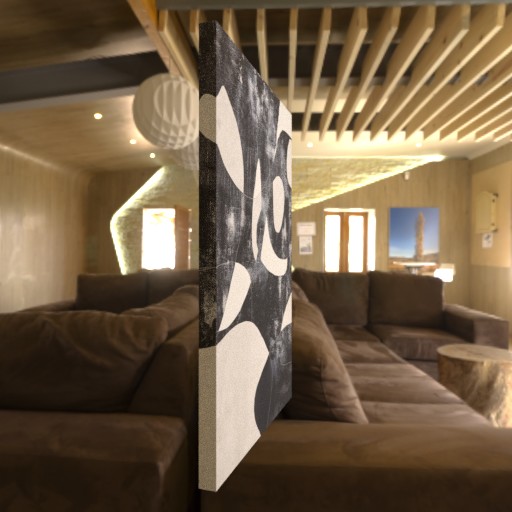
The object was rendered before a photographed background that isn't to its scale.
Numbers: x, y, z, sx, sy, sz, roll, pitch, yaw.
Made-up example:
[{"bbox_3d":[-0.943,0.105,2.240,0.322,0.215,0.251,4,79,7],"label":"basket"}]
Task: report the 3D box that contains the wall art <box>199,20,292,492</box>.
[{"bbox_3d":[0.000,0.000,1.154,0.041,0.915,0.610,0,0,18],"label":"wall art"}]
